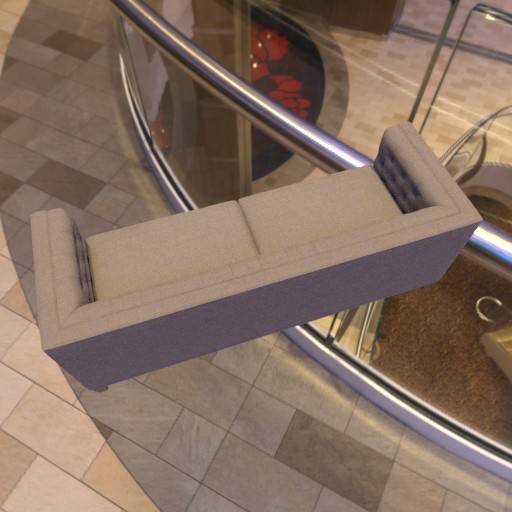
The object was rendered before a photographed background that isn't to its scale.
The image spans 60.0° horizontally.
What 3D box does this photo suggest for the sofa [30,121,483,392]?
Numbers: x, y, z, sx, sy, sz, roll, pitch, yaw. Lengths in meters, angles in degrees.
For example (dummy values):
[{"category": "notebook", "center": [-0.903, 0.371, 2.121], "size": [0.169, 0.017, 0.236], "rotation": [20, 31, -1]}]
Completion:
[{"category": "sofa", "center": [0.000, 0.000, 2.548], "size": [2.159, 0.762, 0.775], "rotation": [-16, 59, -10]}]
